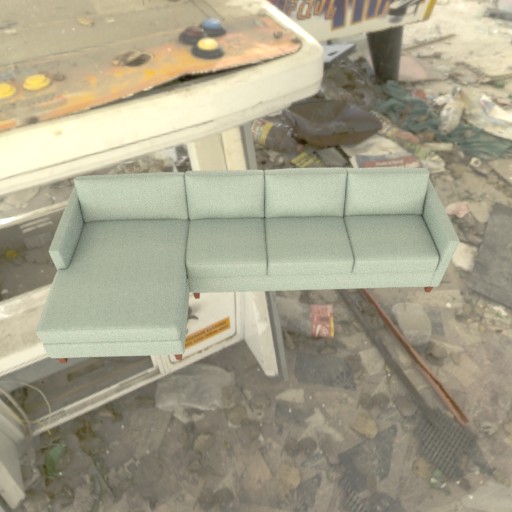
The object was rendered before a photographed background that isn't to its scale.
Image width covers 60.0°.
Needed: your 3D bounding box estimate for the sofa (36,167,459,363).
[{"bbox_3d":[0.000,0.000,3.982,3.470,0.953,1.600,-1,47,-1],"label":"sofa"}]
